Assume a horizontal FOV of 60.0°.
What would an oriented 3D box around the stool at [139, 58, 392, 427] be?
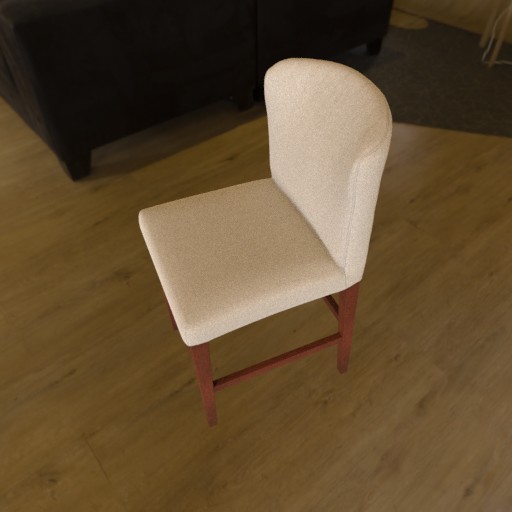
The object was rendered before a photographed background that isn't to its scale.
[{"bbox_3d":[0.000,0.000,1.291,0.568,0.968,0.479,-17,48,-16],"label":"stool"}]
